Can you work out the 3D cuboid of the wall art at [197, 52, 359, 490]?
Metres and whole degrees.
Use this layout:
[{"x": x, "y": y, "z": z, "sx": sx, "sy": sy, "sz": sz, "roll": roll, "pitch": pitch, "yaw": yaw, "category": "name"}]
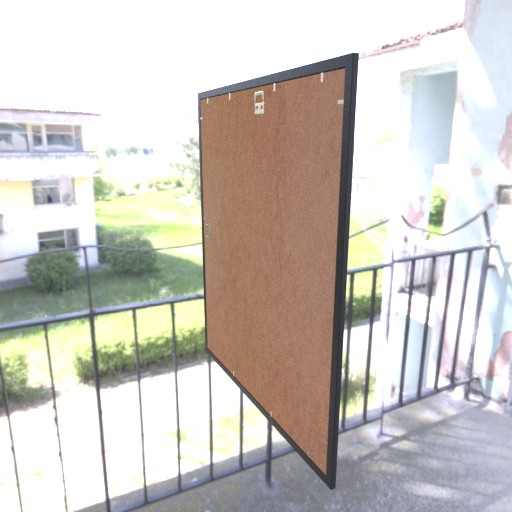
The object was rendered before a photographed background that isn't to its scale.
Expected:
[{"x": 0.000, "y": 0.000, "z": 0.883, "sx": 0.018, "sy": 0.660, "sz": 0.559, "roll": -8, "pitch": 16, "yaw": -27, "category": "wall art"}]
